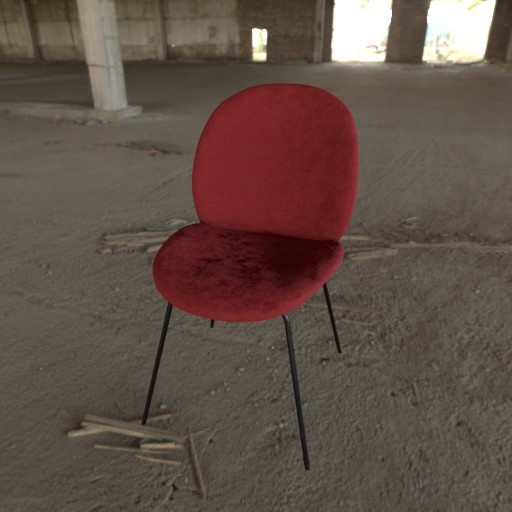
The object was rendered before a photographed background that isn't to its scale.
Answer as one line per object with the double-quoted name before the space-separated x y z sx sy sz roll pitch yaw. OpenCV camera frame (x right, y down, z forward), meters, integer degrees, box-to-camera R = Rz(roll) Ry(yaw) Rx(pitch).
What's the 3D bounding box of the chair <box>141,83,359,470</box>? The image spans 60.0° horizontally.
"chair" 0.000 0.000 1.151 0.458 0.791 0.587 8 28 16
